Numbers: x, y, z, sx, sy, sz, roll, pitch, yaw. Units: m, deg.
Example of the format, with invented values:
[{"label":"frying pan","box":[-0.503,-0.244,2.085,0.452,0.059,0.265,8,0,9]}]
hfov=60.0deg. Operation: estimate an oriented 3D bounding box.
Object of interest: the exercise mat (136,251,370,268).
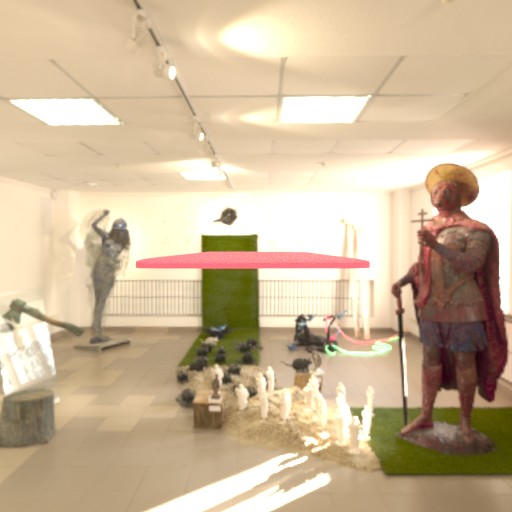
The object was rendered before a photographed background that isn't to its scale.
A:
[{"label":"exercise mat","box":[0.000,0.000,2.047,0.616,0.021,1.884,0,1,1]}]
